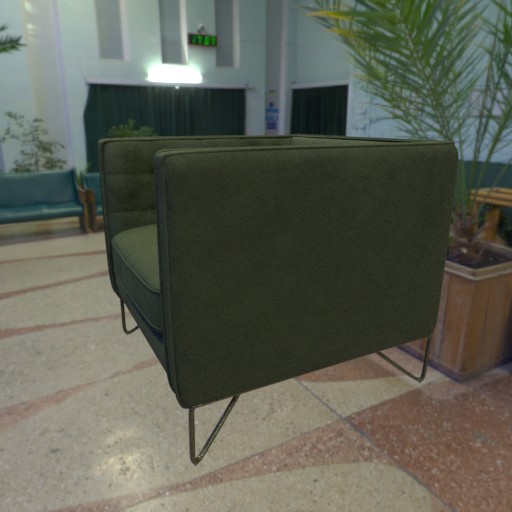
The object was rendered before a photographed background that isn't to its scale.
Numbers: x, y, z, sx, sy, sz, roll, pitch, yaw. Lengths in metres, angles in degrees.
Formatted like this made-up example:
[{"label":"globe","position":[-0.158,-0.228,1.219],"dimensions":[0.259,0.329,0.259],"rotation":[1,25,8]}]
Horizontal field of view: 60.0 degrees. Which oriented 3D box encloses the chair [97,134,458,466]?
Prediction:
[{"label":"chair","position":[0.000,0.000,1.539],"dimensions":[0.894,0.790,0.880],"rotation":[-9,19,-26]}]
